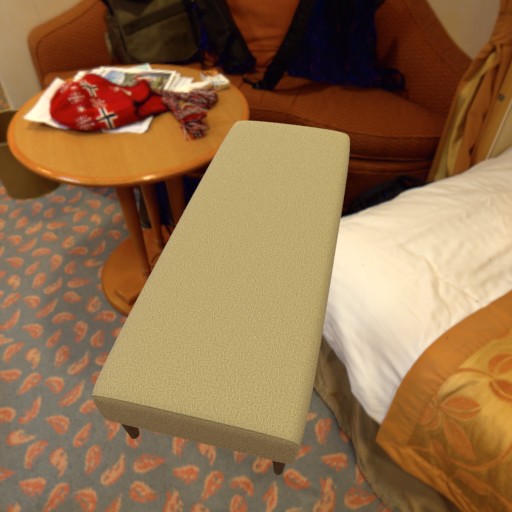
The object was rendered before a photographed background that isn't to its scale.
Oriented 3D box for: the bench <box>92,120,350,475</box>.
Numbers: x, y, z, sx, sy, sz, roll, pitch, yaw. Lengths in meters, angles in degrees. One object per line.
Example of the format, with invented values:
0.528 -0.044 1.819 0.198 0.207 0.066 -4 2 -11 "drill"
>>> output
0.000 0.000 1.876 0.646 0.393 1.609 10 46 9 "bench"
